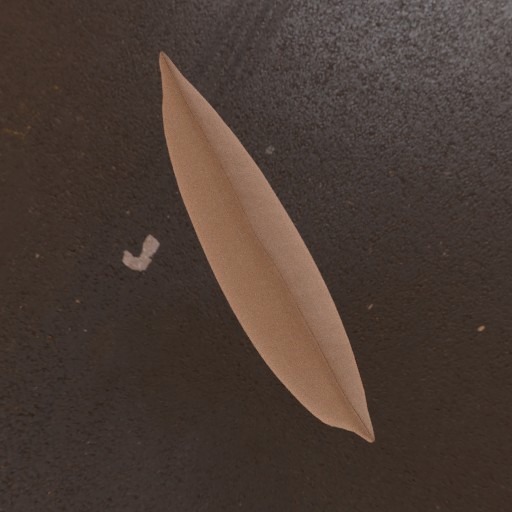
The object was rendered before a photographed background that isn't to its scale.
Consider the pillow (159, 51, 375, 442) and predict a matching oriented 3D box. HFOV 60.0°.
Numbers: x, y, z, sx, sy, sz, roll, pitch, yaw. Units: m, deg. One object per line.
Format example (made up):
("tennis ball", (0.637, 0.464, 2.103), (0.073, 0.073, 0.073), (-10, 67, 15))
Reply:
("pillow", (0.000, 0.000, 0.722), (0.148, 0.308, 0.612), (-26, 76, -7))
